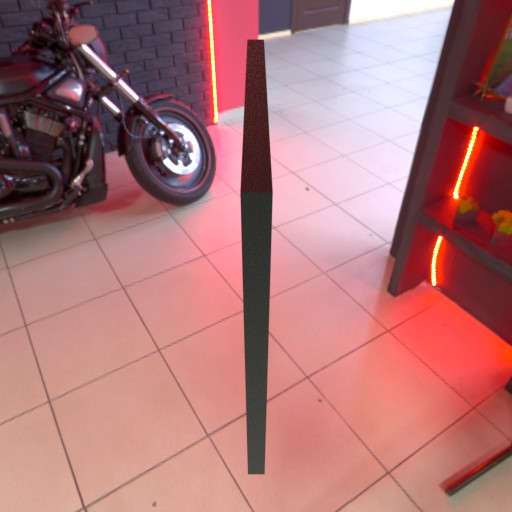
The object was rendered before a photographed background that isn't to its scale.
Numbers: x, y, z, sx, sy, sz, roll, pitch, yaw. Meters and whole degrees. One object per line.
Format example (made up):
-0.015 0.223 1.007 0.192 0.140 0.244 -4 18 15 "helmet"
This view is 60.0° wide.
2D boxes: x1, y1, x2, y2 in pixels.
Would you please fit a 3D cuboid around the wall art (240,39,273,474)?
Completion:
0.000 0.000 0.514 0.019 0.381 0.330 0 40 0 "wall art"
